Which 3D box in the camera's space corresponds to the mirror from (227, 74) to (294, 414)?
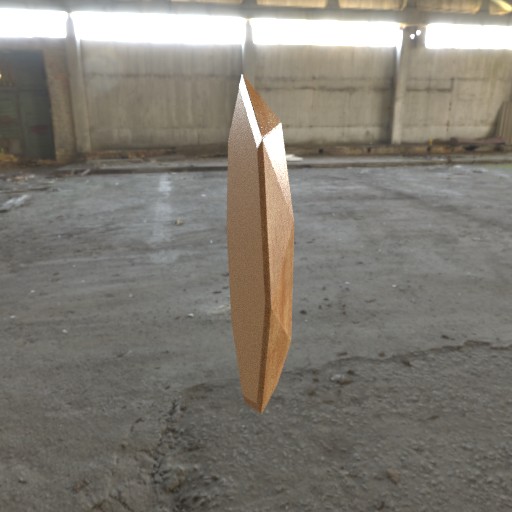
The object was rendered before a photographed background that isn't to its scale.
[{"bbox_3d":[0.000,0.000,1.015,0.070,0.774,0.577,-3,17,-10],"label":"mirror"}]
